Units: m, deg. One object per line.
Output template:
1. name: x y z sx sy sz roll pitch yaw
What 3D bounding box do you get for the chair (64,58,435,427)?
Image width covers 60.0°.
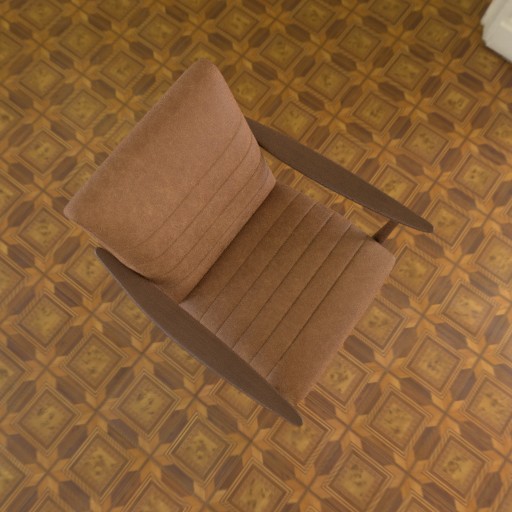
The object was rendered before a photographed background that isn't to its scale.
1. chair: 0.000 0.000 1.460 0.798 0.832 0.741 36 78 9
